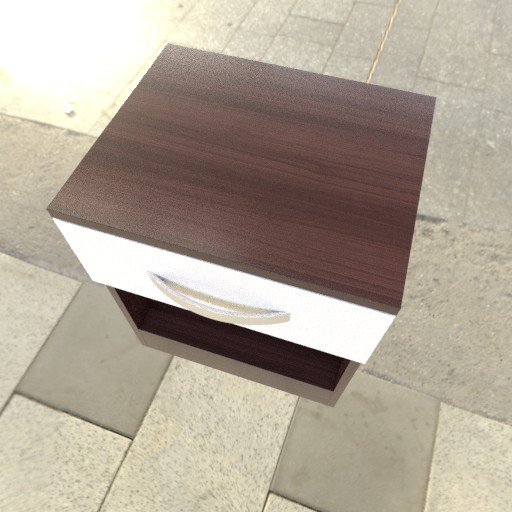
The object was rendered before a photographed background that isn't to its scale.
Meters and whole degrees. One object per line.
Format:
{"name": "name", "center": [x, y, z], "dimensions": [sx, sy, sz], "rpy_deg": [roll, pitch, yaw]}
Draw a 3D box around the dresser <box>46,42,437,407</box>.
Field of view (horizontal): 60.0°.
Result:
{"name": "dresser", "center": [0.000, 0.000, 0.745], "dimensions": [0.400, 0.470, 0.360], "rpy_deg": [16, 59, 9]}
